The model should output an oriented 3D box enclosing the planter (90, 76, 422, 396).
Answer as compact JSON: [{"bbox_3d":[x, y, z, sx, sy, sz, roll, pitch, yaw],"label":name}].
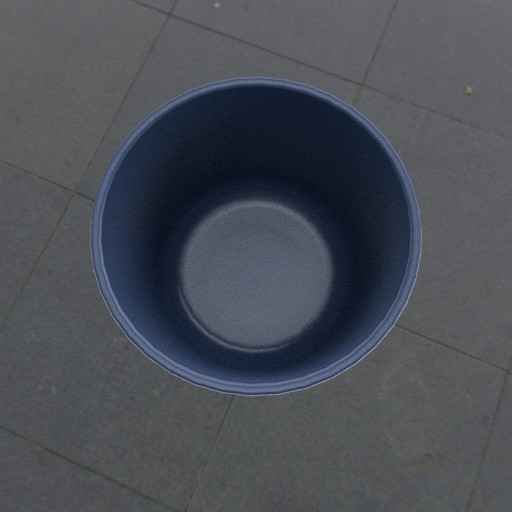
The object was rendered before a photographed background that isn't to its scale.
[{"bbox_3d":[0.000,0.000,0.395,0.224,0.203,0.224,0,77,0],"label":"planter"}]
